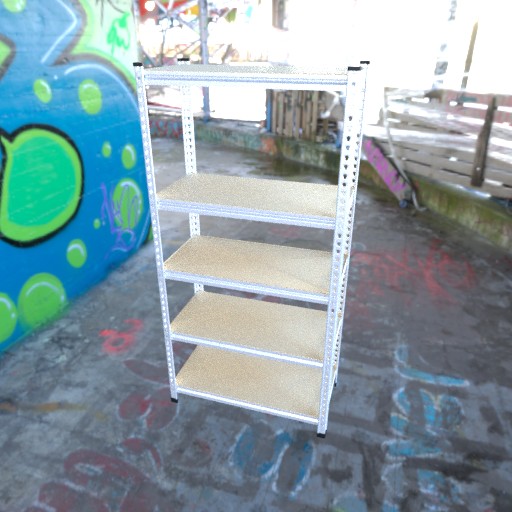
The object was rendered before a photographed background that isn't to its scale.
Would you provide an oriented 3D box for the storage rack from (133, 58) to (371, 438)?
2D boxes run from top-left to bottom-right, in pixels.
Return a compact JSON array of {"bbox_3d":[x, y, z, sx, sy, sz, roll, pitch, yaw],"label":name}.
[{"bbox_3d":[0.000,0.000,2.275,0.914,1.829,0.457,8,27,15],"label":"storage rack"}]
